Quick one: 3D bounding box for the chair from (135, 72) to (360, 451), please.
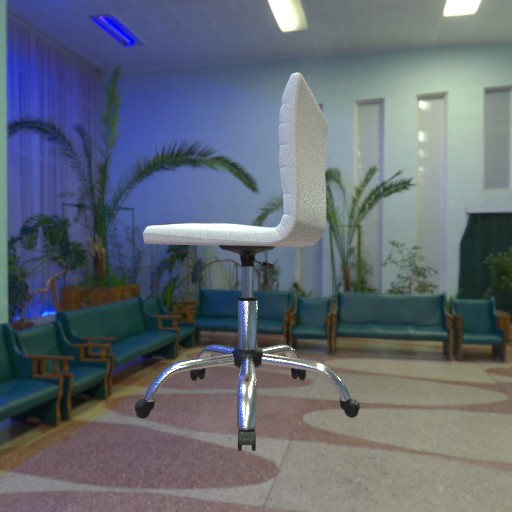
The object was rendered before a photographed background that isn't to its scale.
[{"bbox_3d":[0.000,0.000,1.155,0.530,0.780,0.556,0,1,18],"label":"chair"}]
